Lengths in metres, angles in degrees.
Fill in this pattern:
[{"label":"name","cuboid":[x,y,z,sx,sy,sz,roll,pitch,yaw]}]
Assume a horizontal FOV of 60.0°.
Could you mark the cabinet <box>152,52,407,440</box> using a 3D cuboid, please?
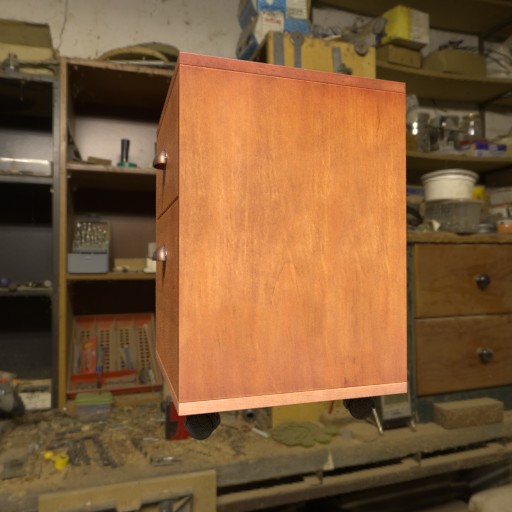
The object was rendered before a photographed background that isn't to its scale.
[{"label":"cabinet","cuboid":[0.000,0.000,0.878,0.401,0.579,0.409,0,-1,-17]}]
